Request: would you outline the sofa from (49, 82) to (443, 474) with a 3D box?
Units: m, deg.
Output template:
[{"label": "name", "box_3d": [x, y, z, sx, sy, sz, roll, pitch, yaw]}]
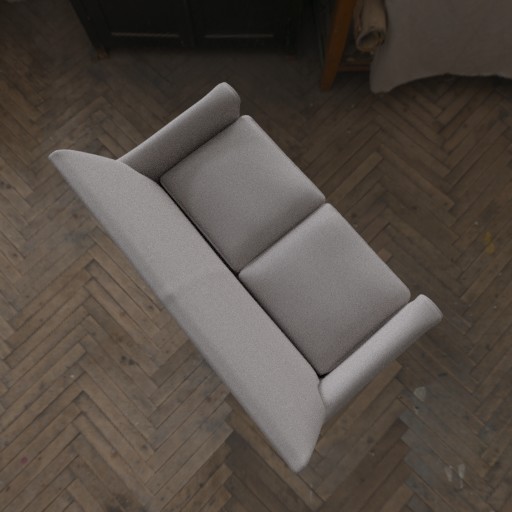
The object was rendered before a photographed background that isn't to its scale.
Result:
[{"label": "sofa", "box_3d": [0.000, 0.000, 2.067, 0.888, 0.890, 1.482, -39, 79, -9]}]
